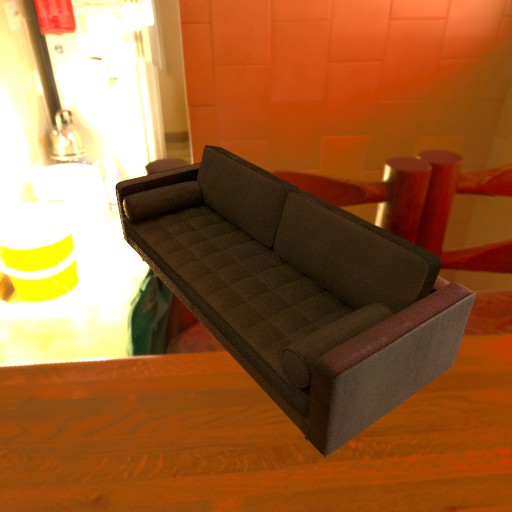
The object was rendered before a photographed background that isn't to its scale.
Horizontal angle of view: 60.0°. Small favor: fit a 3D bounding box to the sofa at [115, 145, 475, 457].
[{"bbox_3d":[0.000,0.000,2.638,0.918,0.769,2.199,-21,38,-29],"label":"sofa"}]
